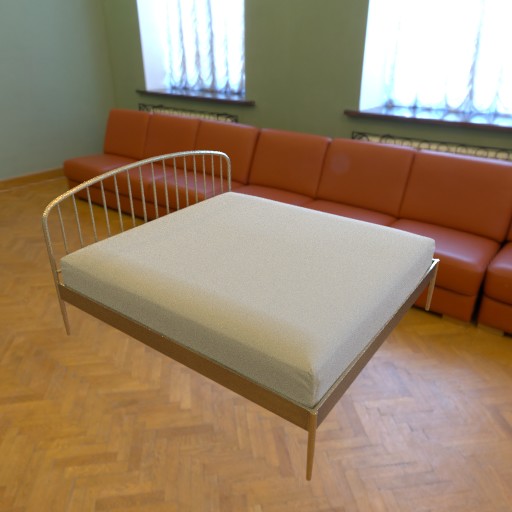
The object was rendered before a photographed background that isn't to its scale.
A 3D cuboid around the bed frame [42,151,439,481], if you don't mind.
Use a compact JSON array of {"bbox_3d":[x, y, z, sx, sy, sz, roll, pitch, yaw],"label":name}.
[{"bbox_3d":[0.000,0.000,3.312,2.152,1.174,2.016,18,31,32],"label":"bed frame"}]
